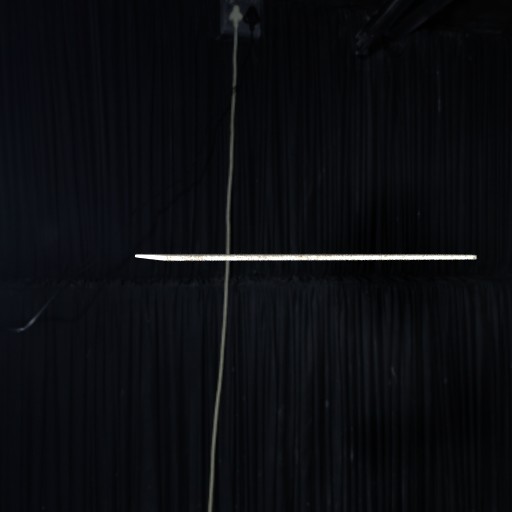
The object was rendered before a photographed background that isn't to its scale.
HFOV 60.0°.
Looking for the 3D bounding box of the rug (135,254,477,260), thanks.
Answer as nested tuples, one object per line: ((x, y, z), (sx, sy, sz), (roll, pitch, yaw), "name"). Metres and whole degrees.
((0.000, 0.000, 3.138), (1.539, 0.024, 2.469), (0, 0, -18), "rug")
